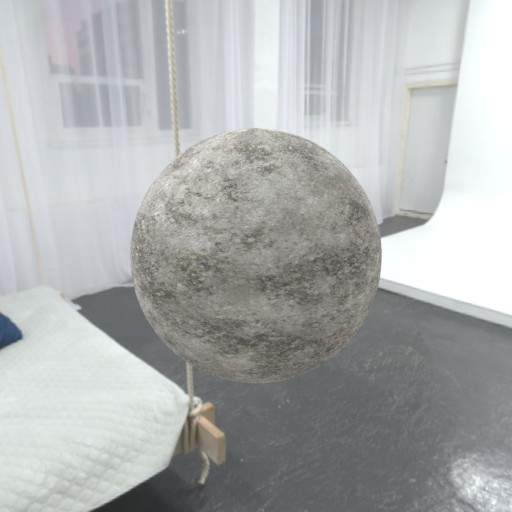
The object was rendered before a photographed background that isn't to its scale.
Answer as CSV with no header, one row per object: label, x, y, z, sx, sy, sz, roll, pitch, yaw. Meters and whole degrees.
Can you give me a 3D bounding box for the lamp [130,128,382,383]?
lamp,0.000,0.000,0.772,0.422,0.429,0.422,0,17,0
